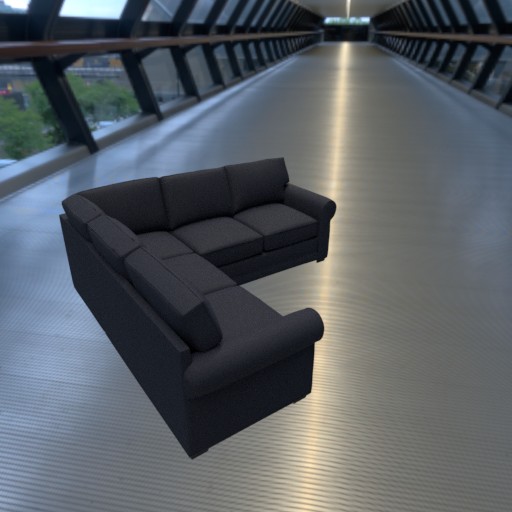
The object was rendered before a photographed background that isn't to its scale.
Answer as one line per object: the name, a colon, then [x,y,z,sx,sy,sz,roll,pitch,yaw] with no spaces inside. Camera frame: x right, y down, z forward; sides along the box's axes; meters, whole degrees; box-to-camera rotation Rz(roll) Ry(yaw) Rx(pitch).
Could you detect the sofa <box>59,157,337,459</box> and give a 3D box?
sofa: [0.000,0.000,3.826,2.562,1.042,2.487,-17,31,-31]
